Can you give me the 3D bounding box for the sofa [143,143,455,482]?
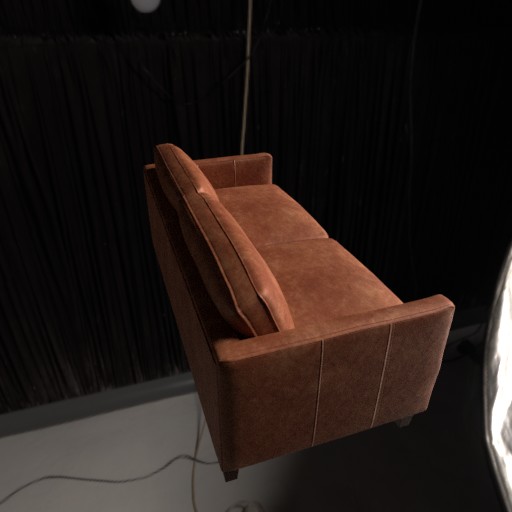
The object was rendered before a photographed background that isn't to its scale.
[{"bbox_3d":[0.000,0.000,2.377,0.923,0.863,1.971,-10,31,-16],"label":"sofa"}]
